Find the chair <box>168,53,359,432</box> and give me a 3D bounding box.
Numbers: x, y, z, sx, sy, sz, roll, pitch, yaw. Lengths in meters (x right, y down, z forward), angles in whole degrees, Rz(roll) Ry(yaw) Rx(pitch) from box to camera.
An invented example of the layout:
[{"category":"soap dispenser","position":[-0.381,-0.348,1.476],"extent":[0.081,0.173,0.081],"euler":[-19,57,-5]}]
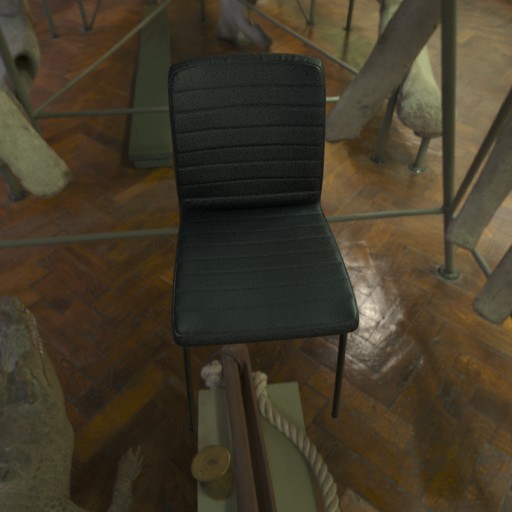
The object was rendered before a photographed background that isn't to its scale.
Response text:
[{"category":"chair","position":[0.000,0.000,1.212],"extent":[0.450,0.872,0.572],"euler":[-4,46,-4]}]
